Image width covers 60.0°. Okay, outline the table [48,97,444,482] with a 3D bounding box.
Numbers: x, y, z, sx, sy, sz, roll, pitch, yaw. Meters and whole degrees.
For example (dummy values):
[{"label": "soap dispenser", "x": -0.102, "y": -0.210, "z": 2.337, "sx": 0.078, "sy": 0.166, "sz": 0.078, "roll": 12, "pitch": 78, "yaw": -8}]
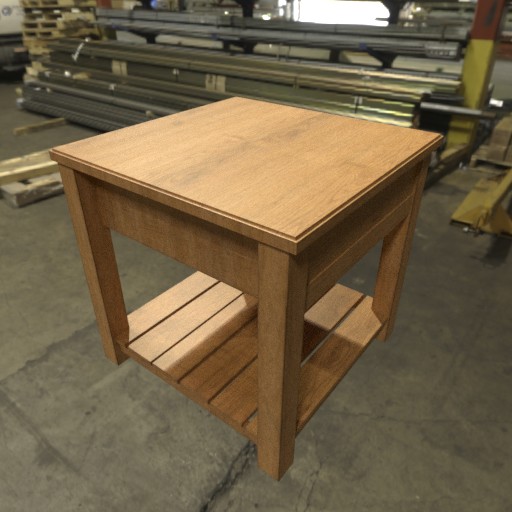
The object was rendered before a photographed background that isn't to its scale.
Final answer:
[{"label": "table", "x": 0.000, "y": 0.000, "z": 1.120, "sx": 0.616, "sy": 0.593, "sz": 0.612, "roll": 22, "pitch": 39, "yaw": 31}]
